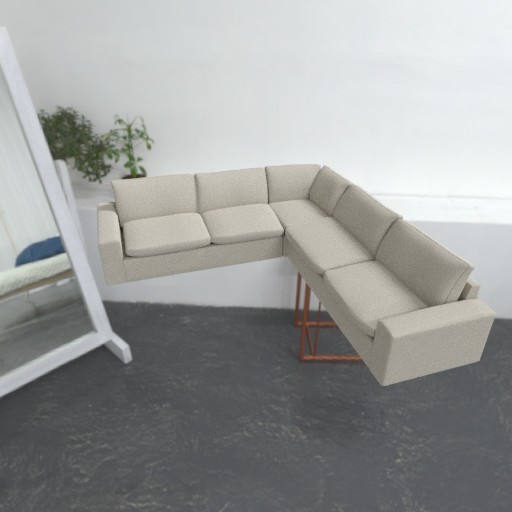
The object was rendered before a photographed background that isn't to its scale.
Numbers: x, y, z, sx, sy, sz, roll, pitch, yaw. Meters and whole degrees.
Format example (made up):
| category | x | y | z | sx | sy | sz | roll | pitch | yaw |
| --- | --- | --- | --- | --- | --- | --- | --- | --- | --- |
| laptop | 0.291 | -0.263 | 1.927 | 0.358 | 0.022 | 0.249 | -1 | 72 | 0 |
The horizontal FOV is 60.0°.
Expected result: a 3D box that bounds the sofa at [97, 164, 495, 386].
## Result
| category | x | y | z | sx | sy | sz | roll | pitch | yaw |
| --- | --- | --- | --- | --- | --- | --- | --- | --- | --- |
| sofa | 0.000 | 0.000 | 4.545 | 3.066 | 0.918 | 3.206 | -9 | 32 | -15 |
